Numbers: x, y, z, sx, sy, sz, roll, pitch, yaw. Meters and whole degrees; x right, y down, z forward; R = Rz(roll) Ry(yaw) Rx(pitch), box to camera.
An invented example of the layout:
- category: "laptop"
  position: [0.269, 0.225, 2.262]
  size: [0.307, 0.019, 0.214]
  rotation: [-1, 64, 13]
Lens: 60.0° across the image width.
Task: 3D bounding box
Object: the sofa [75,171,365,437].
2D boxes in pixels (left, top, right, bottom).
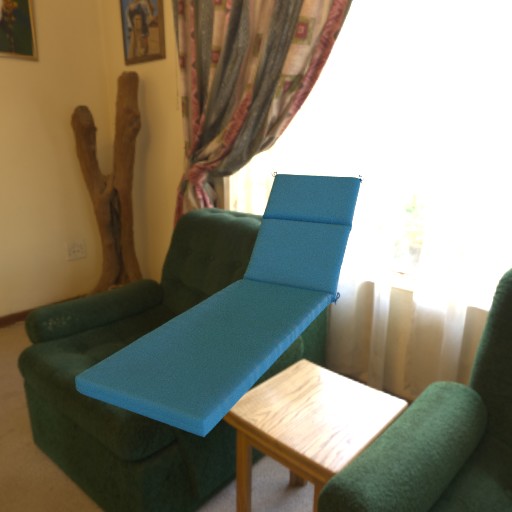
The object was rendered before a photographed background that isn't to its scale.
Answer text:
- category: "sofa"
  position: [0.000, 0.000, 1.995]
  size: [0.582, 0.622, 1.663]
  rotation: [8, 17, 26]
